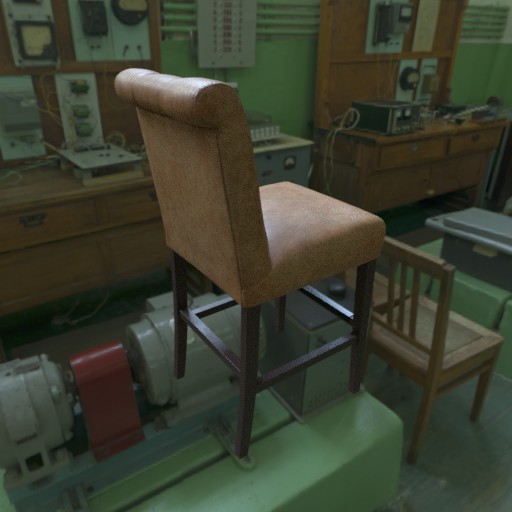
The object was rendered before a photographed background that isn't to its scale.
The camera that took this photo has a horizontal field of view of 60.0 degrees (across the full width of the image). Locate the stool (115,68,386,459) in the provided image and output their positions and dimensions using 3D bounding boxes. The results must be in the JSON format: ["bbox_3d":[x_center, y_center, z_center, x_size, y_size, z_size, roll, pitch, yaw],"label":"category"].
[{"bbox_3d":[0.000,0.000,1.342,0.601,1.047,0.493,-18,32,-31],"label":"stool"}]
